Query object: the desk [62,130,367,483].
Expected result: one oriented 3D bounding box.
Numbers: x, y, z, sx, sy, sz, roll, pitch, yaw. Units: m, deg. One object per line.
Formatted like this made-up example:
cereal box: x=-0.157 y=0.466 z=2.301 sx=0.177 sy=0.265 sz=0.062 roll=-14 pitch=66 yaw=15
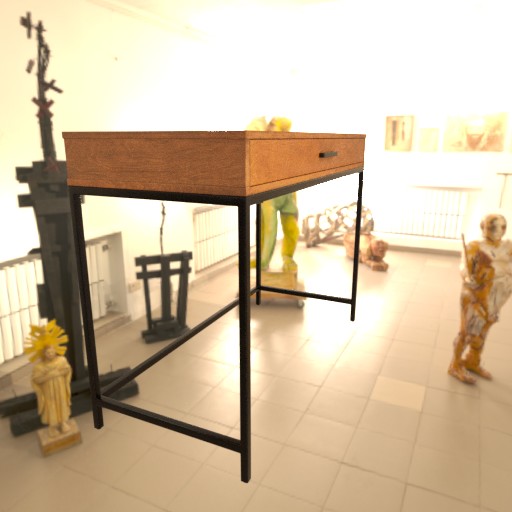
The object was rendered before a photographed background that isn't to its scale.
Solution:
desk: x=0.000 y=0.000 z=1.426 sx=0.470 sy=0.762 sz=1.016 roll=7 pitch=17 yaw=25
